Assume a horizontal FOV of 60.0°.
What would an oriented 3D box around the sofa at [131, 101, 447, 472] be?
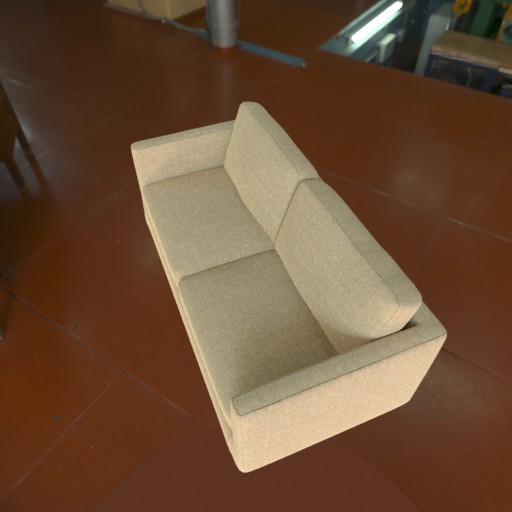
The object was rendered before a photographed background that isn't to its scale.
[{"bbox_3d":[0.000,0.000,2.448,0.950,0.963,1.884,-17,50,-15],"label":"sofa"}]
